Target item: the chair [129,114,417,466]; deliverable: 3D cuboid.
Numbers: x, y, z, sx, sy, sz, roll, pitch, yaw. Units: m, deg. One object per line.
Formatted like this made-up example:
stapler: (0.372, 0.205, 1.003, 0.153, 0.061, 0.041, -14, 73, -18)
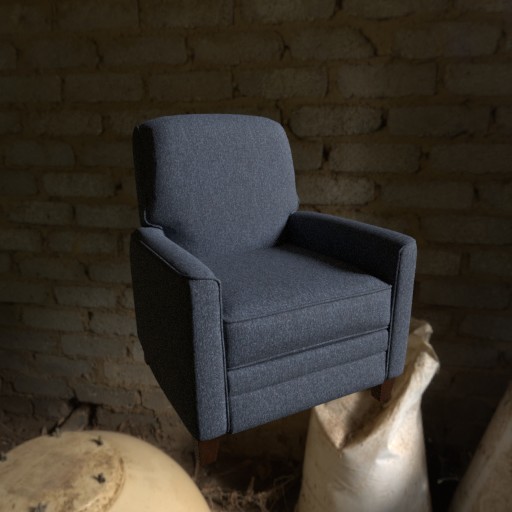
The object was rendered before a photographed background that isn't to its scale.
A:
chair: (0.000, 0.000, 1.646, 0.839, 1.016, 0.850, -8, 19, -26)
